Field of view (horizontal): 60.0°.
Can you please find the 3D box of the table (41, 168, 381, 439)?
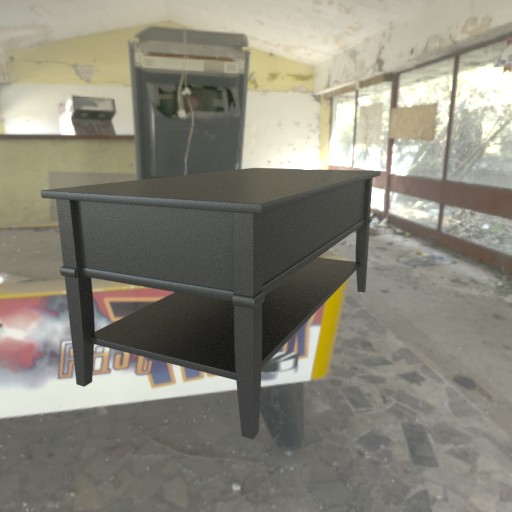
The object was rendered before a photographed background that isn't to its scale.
[{"bbox_3d":[0.000,0.000,1.353,0.523,0.470,1.044,7,16,25],"label":"table"}]
